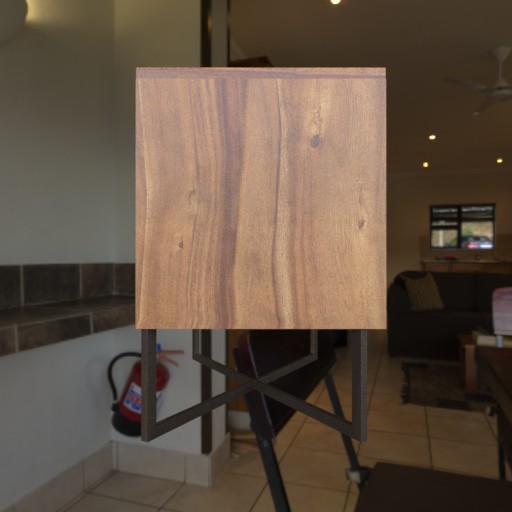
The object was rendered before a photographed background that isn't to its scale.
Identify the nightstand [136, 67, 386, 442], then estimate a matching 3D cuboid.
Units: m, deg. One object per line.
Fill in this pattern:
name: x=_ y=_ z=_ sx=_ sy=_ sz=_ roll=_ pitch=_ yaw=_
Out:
nightstand: x=0.000 y=0.000 z=1.031 sx=0.427 sy=0.615 sz=0.613 roll=0 pitch=0 yaw=0
